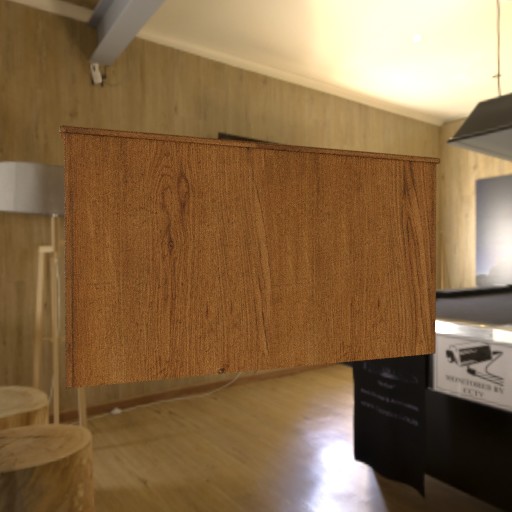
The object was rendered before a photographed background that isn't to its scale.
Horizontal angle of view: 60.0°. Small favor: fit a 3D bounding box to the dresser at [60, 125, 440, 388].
[{"bbox_3d":[0.000,0.000,2.098,1.657,0.932,0.563,0,1,-19],"label":"dresser"}]
